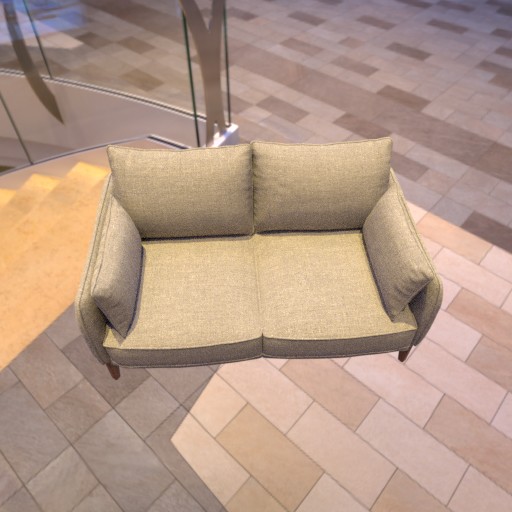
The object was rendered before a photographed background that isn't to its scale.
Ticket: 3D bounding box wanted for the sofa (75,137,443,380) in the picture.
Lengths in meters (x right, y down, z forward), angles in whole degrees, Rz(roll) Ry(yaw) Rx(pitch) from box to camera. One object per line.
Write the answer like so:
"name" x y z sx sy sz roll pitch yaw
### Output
"sofa" 0.000 0.000 2.201 1.580 0.851 0.972 -3 48 -3
